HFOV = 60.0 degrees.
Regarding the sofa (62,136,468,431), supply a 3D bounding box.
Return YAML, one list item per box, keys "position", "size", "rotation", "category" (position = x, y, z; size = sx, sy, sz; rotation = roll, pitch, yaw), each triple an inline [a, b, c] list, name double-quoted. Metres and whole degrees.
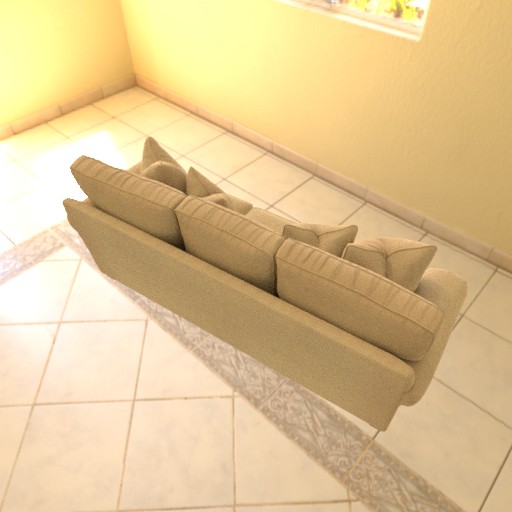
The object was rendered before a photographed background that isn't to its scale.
- position: [0.000, 0.000, 2.701]
  size: [2.312, 0.975, 0.965]
  rotation: [25, 51, 22]
  category: "sofa"
